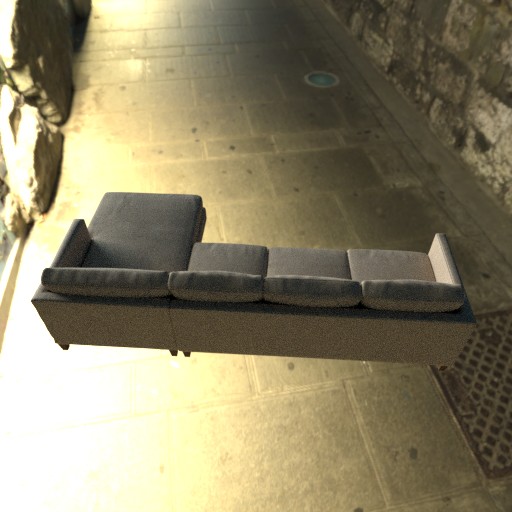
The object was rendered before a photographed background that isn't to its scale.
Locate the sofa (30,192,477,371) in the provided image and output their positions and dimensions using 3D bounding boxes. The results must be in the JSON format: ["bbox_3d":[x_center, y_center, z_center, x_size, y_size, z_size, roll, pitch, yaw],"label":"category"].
[{"bbox_3d":[0.000,0.000,3.863,3.186,0.846,1.625,3,46,2],"label":"sofa"}]
